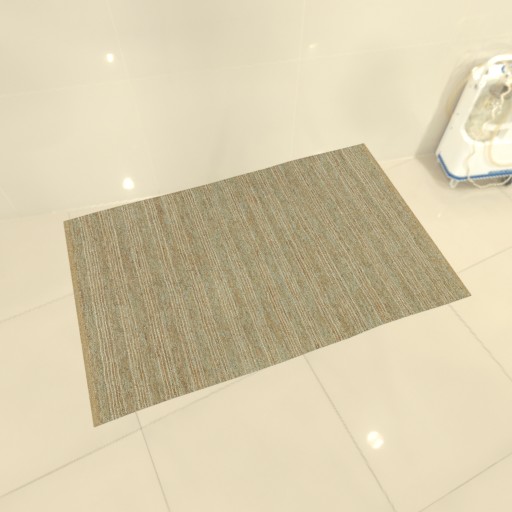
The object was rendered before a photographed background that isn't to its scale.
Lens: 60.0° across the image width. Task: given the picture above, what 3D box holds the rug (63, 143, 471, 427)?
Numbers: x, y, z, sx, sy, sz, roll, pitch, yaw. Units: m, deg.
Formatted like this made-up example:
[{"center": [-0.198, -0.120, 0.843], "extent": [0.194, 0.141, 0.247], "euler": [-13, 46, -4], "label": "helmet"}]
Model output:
[{"center": [0.000, 0.000, 3.070], "extent": [2.448, 0.012, 1.540], "euler": [-17, 58, -11], "label": "rug"}]
